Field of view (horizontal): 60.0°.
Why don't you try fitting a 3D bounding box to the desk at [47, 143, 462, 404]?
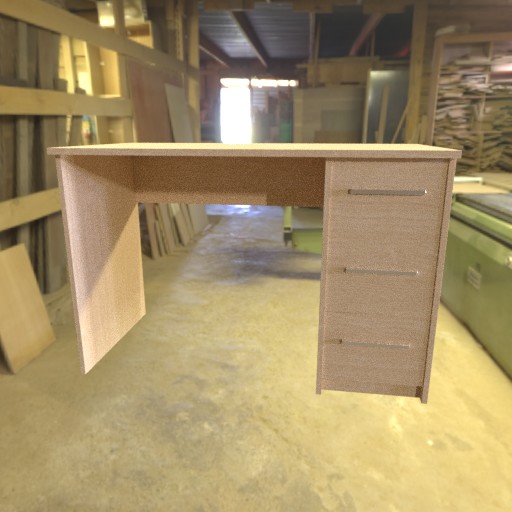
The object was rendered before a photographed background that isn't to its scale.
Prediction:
[{"bbox_3d":[0.000,0.000,1.521,1.097,0.735,0.560,2,16,8],"label":"desk"}]
